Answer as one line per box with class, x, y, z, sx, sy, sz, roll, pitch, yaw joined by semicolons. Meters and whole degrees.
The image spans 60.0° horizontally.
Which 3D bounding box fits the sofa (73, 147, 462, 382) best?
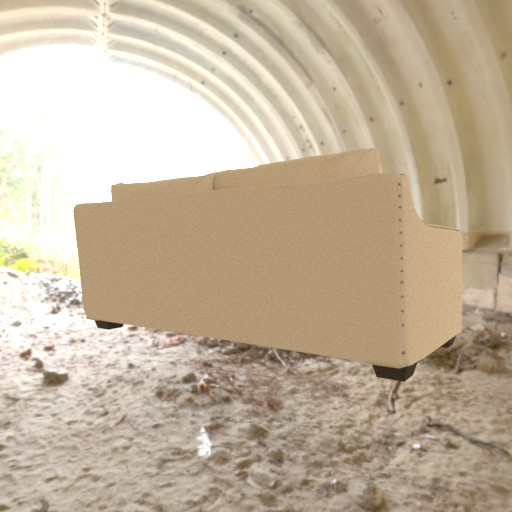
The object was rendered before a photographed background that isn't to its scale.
sofa;0.000;0.000;2.298;1.812;0.830;0.949;1;1;36
